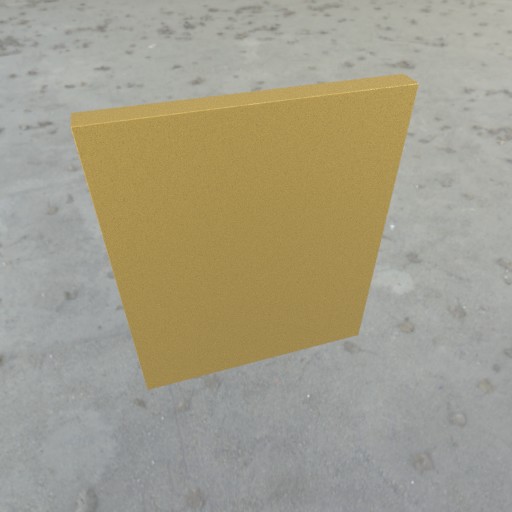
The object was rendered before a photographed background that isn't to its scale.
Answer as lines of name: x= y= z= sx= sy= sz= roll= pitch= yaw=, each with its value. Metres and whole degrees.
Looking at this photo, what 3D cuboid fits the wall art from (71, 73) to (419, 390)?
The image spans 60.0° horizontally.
wall art: x=0.000 y=0.000 z=0.884 sx=0.537 sy=0.642 sz=0.048 roll=-12 pitch=43 yaw=-13
